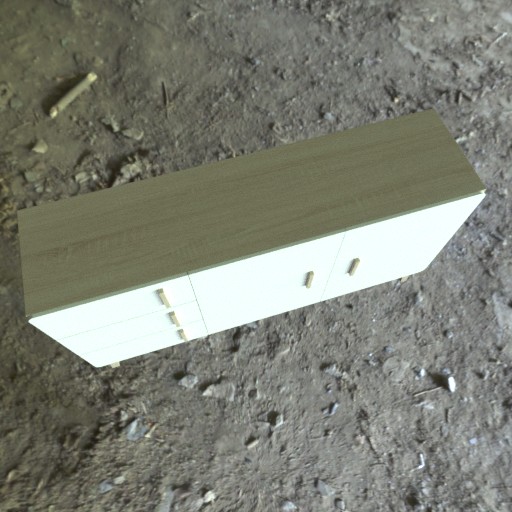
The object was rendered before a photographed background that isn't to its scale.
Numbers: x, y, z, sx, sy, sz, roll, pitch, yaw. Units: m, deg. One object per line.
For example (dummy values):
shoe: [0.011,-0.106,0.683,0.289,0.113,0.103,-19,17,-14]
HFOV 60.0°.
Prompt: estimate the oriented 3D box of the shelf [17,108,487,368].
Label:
shelf: [0.000,0.000,1.789,1.490,0.780,0.400,-15,65,-8]
